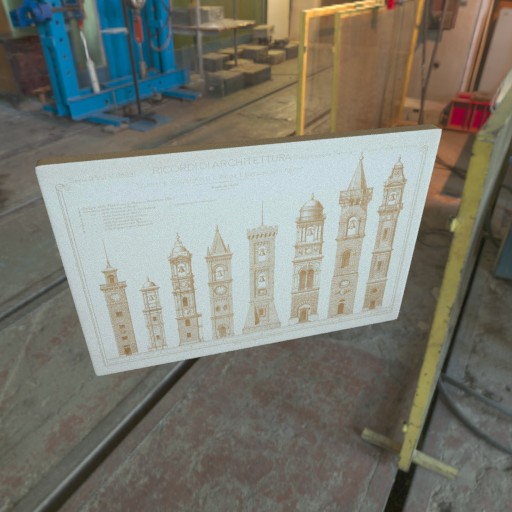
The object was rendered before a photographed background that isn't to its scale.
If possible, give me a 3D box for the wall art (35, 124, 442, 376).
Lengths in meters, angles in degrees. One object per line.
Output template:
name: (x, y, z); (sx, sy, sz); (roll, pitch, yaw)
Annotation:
wall art: (0.000, 0.000, 0.480); (0.380, 0.254, 0.019); (-8, 35, -12)
